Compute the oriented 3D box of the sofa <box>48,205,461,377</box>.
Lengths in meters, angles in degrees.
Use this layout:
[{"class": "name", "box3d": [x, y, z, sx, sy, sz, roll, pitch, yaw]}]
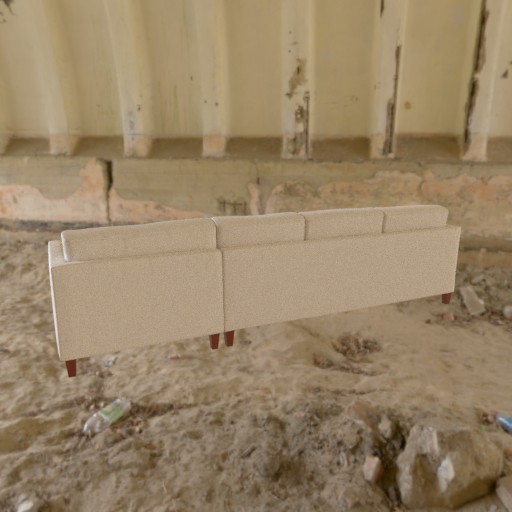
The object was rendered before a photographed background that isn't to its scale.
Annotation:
[{"class": "sofa", "box3d": [0.000, 0.000, 4.105, 3.471, 0.954, 1.606, -6, 15, -24]}]
